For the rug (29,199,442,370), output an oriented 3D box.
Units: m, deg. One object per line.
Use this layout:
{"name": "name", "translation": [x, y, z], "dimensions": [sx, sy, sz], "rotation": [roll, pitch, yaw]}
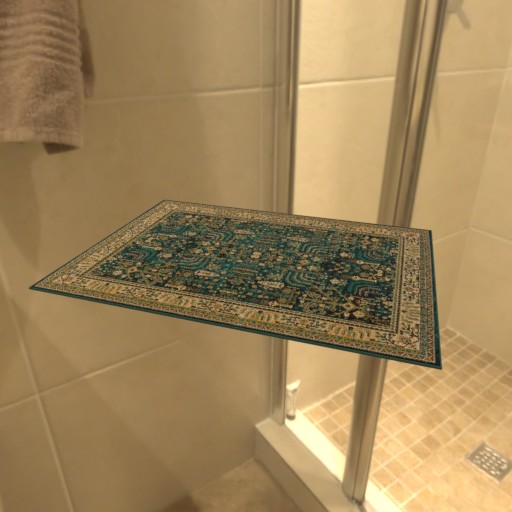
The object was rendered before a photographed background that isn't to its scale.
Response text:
{"name": "rug", "translation": [0.000, 0.000, 2.903], "dimensions": [2.213, 0.013, 1.594], "rotation": [8, 28, 16]}
